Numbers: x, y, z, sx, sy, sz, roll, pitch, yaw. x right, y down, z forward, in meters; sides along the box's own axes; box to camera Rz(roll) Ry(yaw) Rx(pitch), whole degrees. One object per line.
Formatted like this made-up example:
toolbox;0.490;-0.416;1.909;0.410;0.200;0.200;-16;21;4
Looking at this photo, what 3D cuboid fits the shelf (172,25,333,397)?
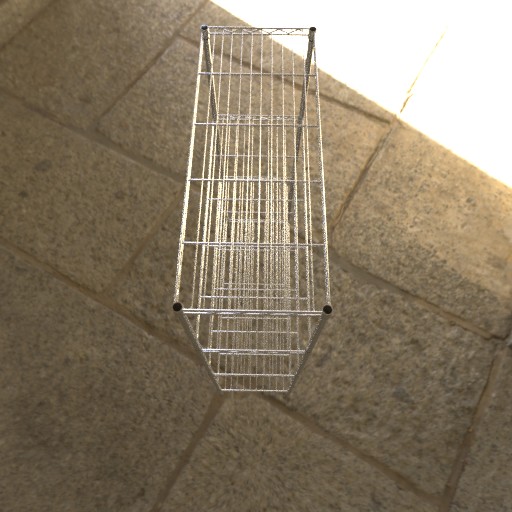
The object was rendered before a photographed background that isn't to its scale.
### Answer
shelf;0.000;0.000;1.763;0.352;1.360;0.907;1;65;0
